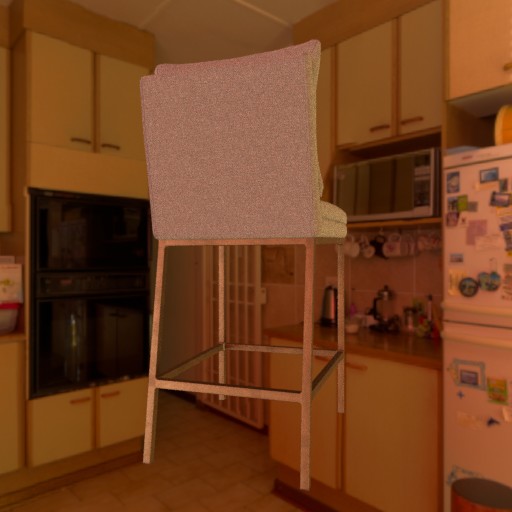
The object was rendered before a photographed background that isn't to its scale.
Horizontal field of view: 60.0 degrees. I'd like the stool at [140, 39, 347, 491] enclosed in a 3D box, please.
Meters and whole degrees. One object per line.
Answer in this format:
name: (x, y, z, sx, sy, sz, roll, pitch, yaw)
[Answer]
stool: (0.000, 0.000, 1.293, 0.463, 1.031, 0.569, 0, 0, 18)
